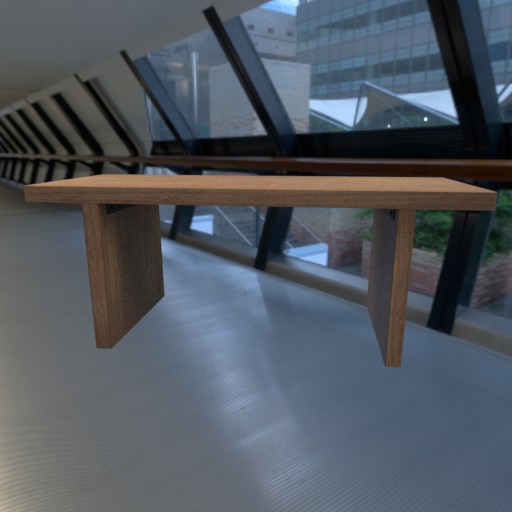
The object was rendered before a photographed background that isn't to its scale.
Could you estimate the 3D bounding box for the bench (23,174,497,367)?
[{"bbox_3d":[0.000,0.000,1.374,1.183,0.458,0.458,2,14,7],"label":"bench"}]
